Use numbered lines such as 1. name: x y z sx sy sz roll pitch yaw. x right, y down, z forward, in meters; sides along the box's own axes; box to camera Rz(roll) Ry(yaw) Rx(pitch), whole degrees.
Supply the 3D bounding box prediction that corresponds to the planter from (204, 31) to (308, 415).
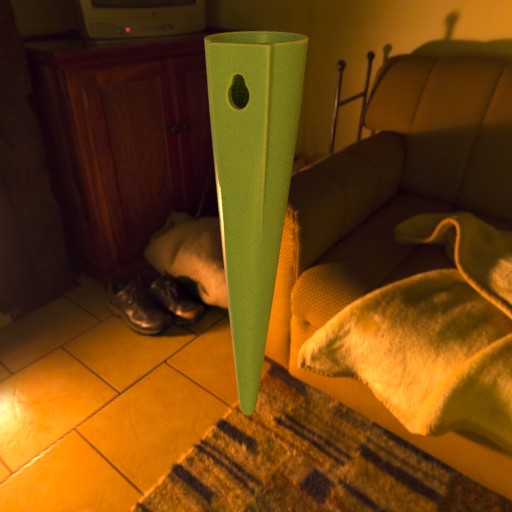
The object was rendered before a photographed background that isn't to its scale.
1. planter: 0.000 0.000 0.300 0.054 0.268 0.055 10 33 16
